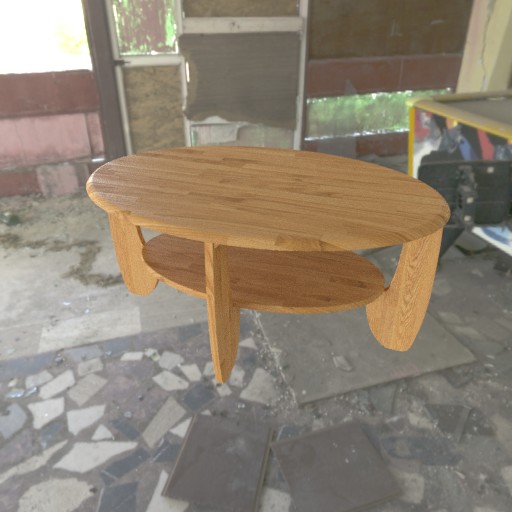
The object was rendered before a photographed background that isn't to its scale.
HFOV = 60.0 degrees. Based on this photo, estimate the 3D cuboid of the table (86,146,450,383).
[{"bbox_3d":[0.000,0.000,1.381,1.040,0.490,0.690,10,32,16],"label":"table"}]
